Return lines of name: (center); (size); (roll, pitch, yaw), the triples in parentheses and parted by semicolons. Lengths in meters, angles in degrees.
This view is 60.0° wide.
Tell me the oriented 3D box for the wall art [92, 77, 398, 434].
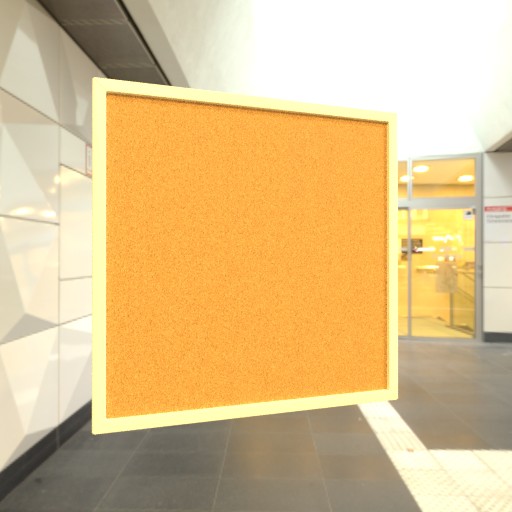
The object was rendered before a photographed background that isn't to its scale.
wall art: (0.000, 0.000, 0.441); (0.305, 0.305, 0.038); (0, 0, -18)
